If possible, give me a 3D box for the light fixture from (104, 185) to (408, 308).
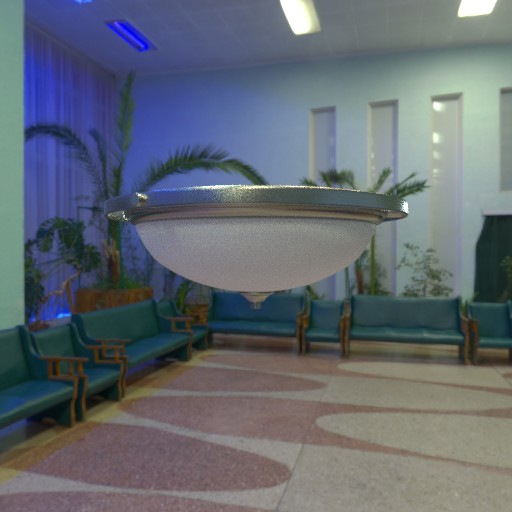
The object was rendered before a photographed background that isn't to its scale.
[{"bbox_3d":[0.000,0.000,0.556,0.361,0.130,0.361,0,1,0],"label":"light fixture"}]
